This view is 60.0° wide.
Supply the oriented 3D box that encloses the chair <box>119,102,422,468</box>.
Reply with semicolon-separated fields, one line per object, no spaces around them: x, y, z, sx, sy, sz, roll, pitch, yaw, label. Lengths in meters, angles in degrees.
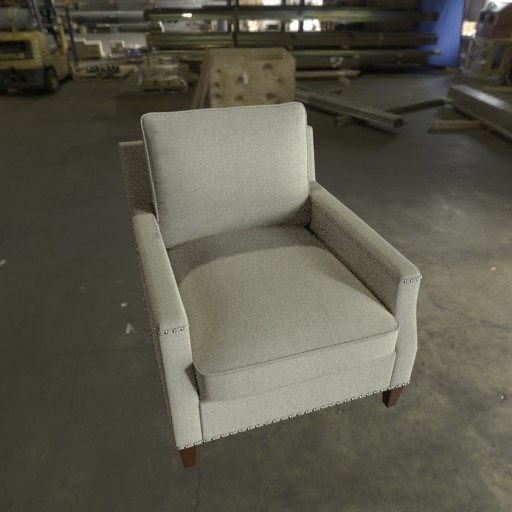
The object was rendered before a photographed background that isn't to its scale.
0.000;0.000;1.681;0.853;0.943;1.014;-10;33;-16;chair
